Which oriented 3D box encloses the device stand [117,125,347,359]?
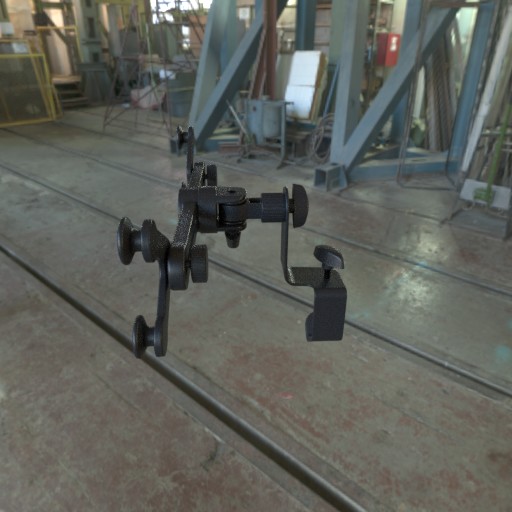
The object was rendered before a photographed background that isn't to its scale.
[{"bbox_3d":[0.000,0.000,0.362,0.142,0.166,0.270,-1,26,-2],"label":"device stand"}]
